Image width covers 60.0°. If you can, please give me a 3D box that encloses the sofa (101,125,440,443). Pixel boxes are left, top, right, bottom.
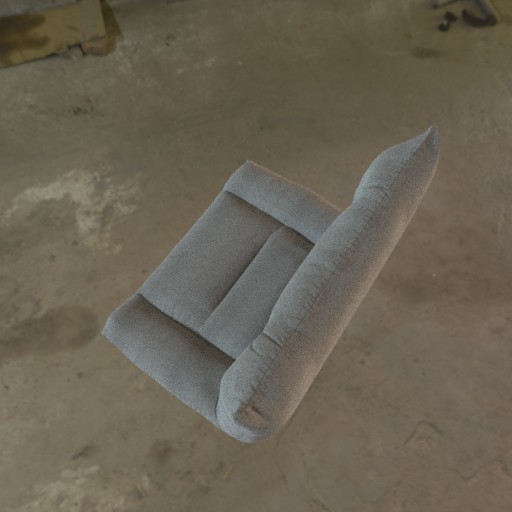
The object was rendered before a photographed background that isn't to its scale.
[{"bbox_3d":[0.000,0.000,1.699,0.847,0.795,1.144,31,68,14],"label":"sofa"}]
